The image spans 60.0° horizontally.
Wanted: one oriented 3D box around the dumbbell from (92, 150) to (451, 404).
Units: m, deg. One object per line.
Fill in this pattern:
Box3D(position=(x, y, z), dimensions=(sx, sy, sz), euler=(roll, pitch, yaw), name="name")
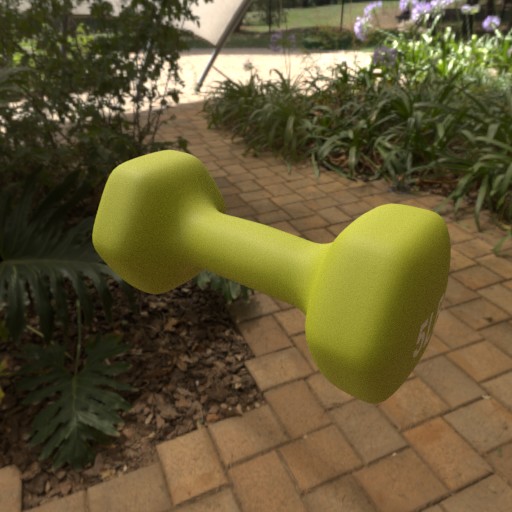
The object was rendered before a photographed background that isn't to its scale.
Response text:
Box3D(position=(0.000, 0.000, 0.208), dimensions=(0.164, 0.072, 0.080), euler=(20, 35, 32), name="dumbbell")
